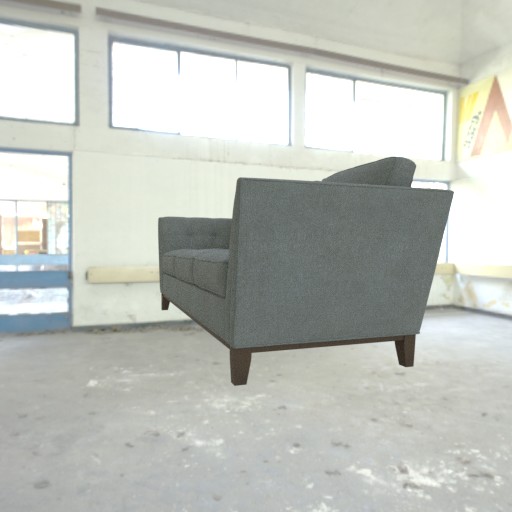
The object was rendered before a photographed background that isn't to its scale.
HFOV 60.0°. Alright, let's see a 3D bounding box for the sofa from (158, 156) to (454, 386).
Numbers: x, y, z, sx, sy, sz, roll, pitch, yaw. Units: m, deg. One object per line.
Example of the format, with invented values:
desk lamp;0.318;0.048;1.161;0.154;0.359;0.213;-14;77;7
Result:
sofa;0.000;0.000;2.855;0.965;0.940;2.387;0;1;-19
